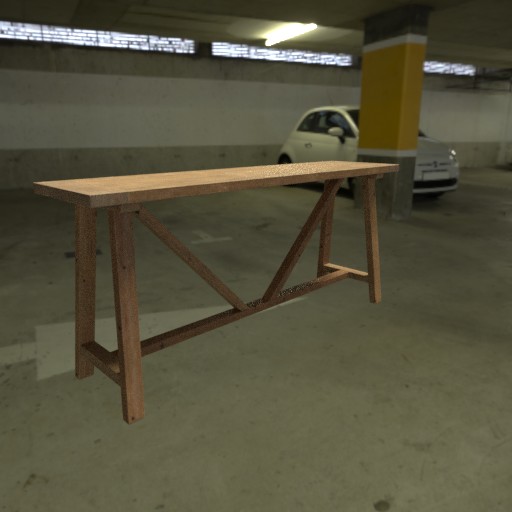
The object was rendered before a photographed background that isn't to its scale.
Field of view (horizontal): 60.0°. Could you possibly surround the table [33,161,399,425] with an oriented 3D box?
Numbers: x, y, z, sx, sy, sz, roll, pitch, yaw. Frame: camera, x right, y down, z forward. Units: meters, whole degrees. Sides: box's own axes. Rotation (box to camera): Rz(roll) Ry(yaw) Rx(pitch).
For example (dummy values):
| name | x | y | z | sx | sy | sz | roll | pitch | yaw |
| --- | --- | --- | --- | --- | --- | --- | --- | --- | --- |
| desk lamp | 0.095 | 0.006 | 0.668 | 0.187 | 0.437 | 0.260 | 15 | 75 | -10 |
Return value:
| name | x | y | z | sx | sy | sz | roll | pitch | yaw |
| --- | --- | --- | --- | --- | --- | --- | --- | --- | --- |
| table | 0.000 | 0.000 | 2.157 | 1.800 | 0.810 | 0.465 | -15 | 21 | -42 |
